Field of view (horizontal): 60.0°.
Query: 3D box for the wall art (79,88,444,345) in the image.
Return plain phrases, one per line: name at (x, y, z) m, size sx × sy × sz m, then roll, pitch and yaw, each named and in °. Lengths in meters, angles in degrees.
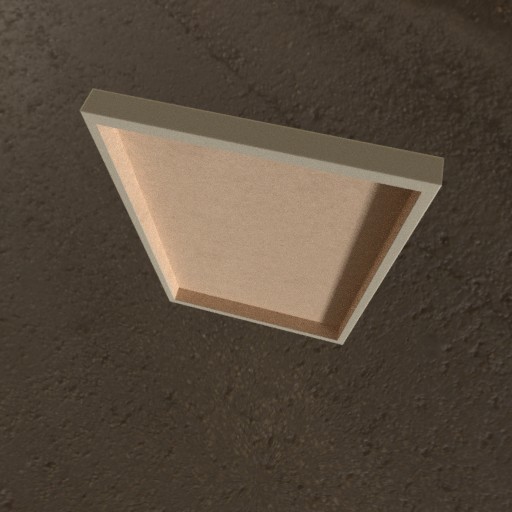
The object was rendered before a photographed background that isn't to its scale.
wall art at (0.000, 0.000, 0.774) m, size 0.418 × 0.608 × 0.038 m, roll 13°, pitch 64°, yaw 7°
